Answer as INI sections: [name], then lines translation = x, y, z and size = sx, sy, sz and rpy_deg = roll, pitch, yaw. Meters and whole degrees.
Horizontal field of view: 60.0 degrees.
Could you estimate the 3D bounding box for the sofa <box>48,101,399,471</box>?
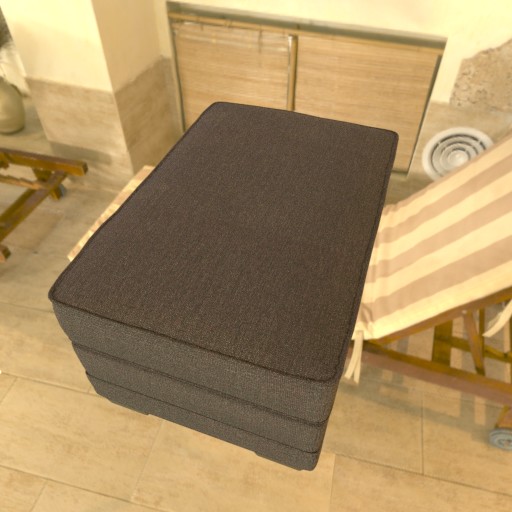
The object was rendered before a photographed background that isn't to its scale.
[sofa]
translation = 0.000, 0.000, 1.188
size = 0.578, 0.457, 0.854
rpy_deg = 14, 48, 13
